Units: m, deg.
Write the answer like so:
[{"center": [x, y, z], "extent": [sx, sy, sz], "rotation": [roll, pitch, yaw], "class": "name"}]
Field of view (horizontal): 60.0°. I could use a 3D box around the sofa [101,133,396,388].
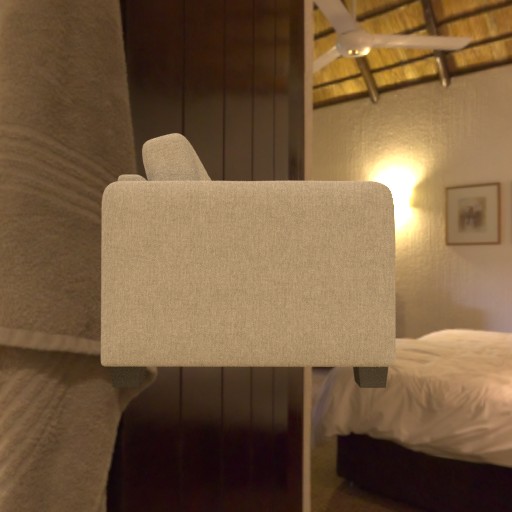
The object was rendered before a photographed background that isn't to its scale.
[{"center": [0.000, 0.000, 2.032], "extent": [0.900, 0.800, 1.540], "rotation": [0, -1, 0], "class": "sofa"}]
